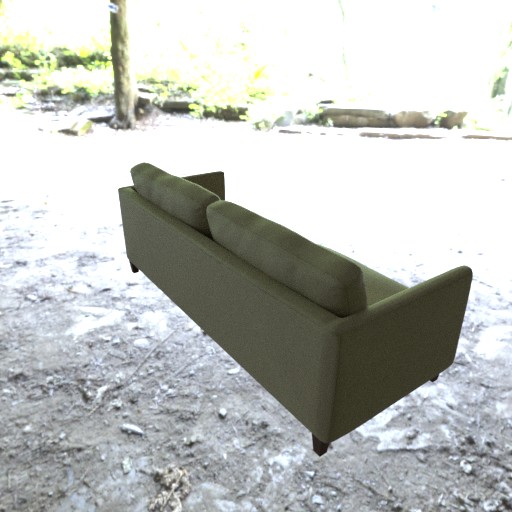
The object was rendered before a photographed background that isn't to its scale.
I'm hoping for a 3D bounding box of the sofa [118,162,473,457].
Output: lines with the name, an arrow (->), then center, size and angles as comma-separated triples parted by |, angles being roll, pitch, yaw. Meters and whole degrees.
sofa -> 0.000, 0.000, 2.888 | 0.988, 0.912, 2.404 | -17, 30, -32
